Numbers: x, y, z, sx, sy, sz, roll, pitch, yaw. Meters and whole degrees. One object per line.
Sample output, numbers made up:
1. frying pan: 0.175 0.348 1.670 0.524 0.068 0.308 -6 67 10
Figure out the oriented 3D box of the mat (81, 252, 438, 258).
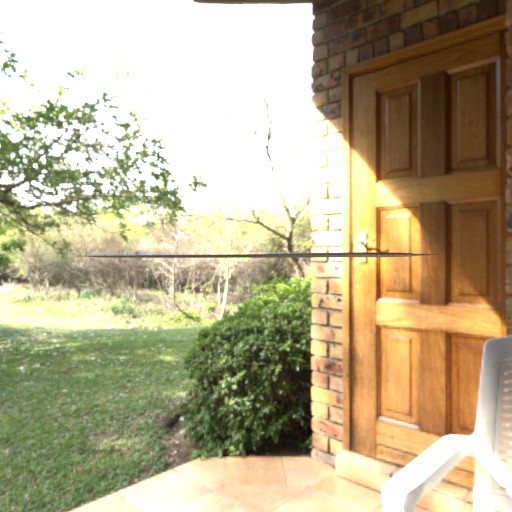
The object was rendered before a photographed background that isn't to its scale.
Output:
1. mat: 0.000 0.000 1.850 1.524 0.013 0.913 0 0 37
